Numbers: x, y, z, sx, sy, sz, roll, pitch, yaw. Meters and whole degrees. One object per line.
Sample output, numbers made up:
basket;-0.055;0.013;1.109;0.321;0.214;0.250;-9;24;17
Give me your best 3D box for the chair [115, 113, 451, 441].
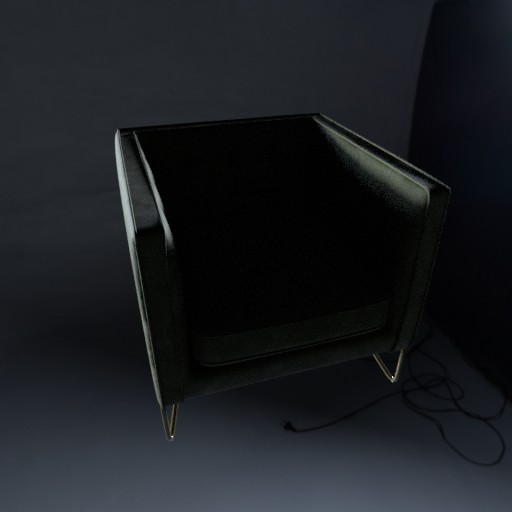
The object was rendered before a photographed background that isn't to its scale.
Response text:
chair;0.000;0.000;1.641;0.880;0.790;0.894;-9;33;-15
